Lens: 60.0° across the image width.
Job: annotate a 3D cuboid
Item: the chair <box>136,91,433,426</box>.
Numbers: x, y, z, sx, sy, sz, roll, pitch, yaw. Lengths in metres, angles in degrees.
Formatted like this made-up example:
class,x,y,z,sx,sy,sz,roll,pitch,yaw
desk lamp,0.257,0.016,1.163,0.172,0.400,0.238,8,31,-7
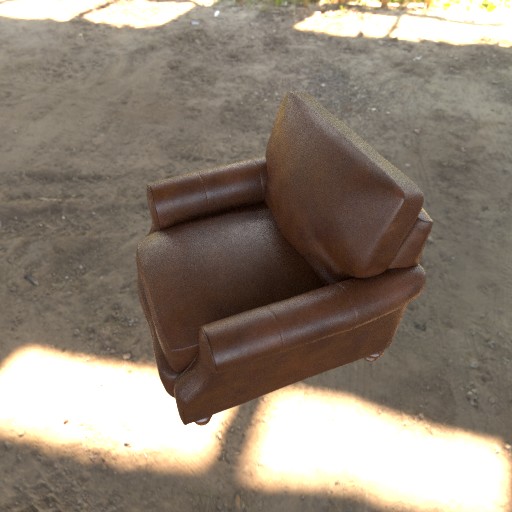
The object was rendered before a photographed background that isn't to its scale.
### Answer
class,x,y,z,sx,sy,sz,roll,pitch,yaw
chair,0.000,0.000,1.810,0.992,0.972,0.989,-16,48,-15
